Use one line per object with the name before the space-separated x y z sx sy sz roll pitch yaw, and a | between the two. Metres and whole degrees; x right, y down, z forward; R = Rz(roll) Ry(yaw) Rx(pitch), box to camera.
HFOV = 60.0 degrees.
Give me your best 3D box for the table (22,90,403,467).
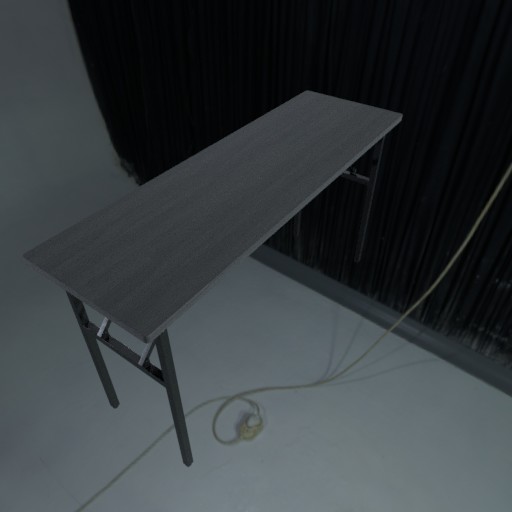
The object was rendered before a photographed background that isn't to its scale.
table | 0.000 0.000 1.687 0.449 0.750 1.399 25 46 26
